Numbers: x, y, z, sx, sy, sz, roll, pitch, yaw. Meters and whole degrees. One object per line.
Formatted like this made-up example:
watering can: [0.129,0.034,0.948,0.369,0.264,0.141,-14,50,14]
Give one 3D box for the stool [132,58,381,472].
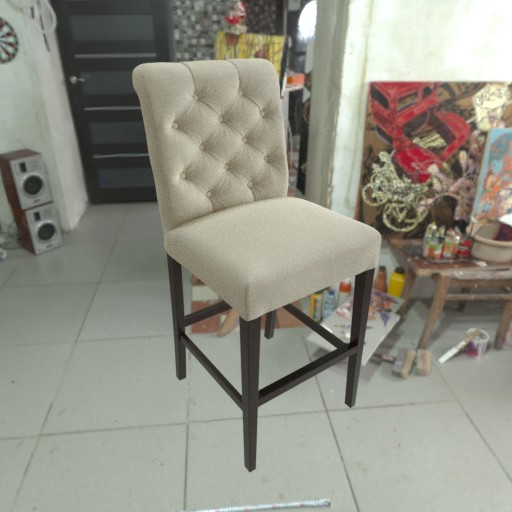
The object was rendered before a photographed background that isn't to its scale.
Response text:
stool: [0.000,0.000,1.418,0.482,1.118,0.610,-19,34,-31]
